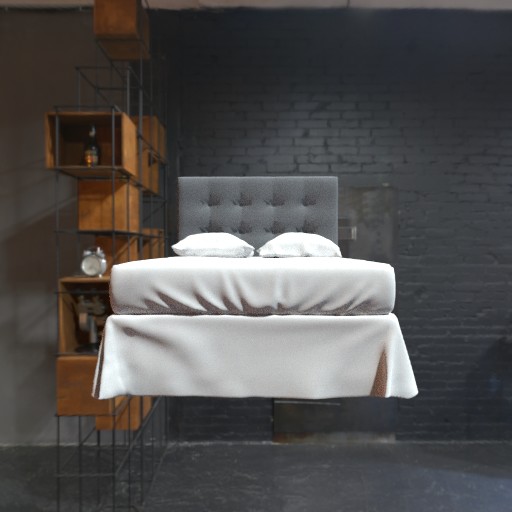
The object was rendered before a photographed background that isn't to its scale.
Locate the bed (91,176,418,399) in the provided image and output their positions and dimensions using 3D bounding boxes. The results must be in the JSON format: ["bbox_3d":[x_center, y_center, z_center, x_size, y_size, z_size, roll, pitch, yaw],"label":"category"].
[{"bbox_3d":[0.000,0.000,3.511,1.936,1.577,2.222,0,1,1],"label":"bed"}]
